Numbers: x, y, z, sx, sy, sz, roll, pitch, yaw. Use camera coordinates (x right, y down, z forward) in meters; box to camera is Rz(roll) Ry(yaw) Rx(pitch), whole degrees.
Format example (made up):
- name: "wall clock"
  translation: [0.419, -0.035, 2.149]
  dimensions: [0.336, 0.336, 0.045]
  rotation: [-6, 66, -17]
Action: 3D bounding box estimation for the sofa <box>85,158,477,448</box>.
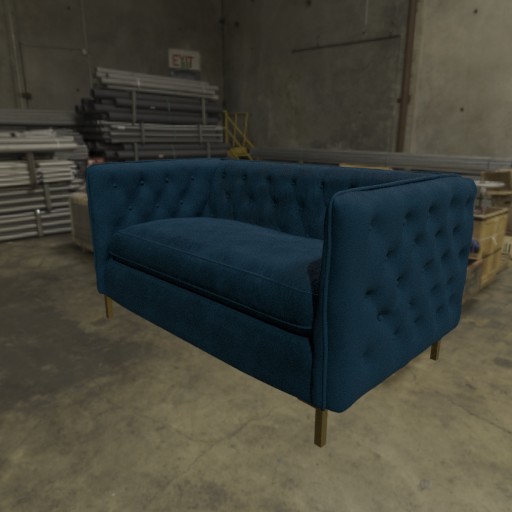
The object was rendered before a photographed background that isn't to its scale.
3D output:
- name: "sofa"
  translation: [0.000, 0.000, 2.041]
  dimensions: [0.909, 0.810, 1.583]
  rotation: [-15, 22, -43]
